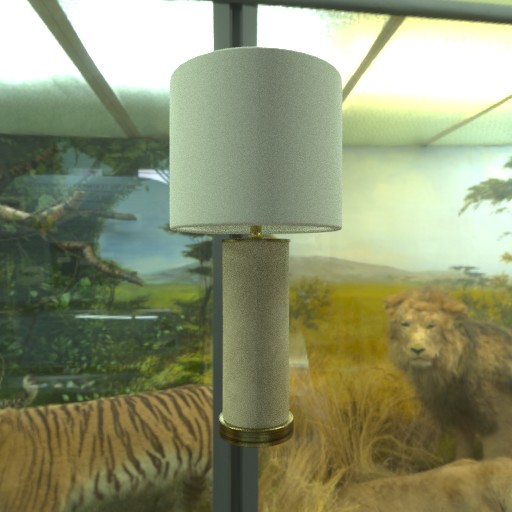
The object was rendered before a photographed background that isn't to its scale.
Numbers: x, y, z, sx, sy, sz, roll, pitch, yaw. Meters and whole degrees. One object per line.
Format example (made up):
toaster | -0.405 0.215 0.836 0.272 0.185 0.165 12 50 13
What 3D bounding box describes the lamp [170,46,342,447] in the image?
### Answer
lamp | 0.000 0.000 0.799 0.305 0.634 0.305 0 0 -37
